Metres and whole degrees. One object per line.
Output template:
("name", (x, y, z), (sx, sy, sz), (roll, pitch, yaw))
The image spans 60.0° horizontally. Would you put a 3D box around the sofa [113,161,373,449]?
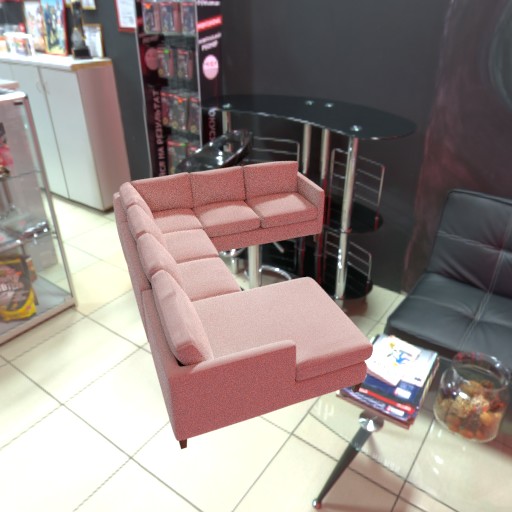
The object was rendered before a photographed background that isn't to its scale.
("sofa", (0.000, 0.000, 4.739), (2.593, 0.956, 3.459), (-11, 32, -18))
